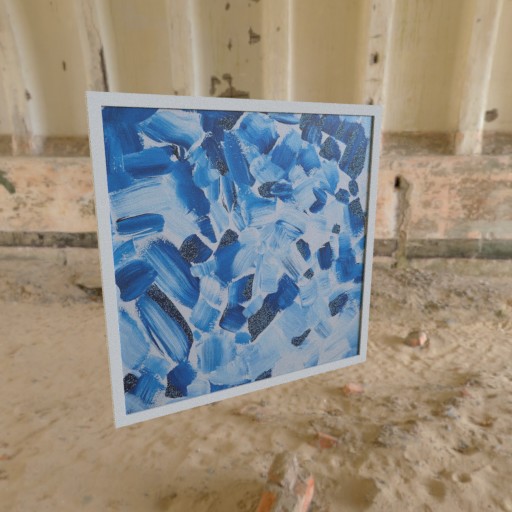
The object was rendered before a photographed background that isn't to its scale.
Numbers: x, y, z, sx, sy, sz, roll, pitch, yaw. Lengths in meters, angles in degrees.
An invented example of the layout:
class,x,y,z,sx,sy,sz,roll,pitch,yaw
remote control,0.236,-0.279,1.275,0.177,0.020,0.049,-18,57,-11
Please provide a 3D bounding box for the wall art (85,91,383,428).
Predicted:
class,x,y,z,sx,sy,sz,roll,pitch,yaw
wall art,0.000,0.000,0.686,0.457,0.457,0.012,-7,16,-26
